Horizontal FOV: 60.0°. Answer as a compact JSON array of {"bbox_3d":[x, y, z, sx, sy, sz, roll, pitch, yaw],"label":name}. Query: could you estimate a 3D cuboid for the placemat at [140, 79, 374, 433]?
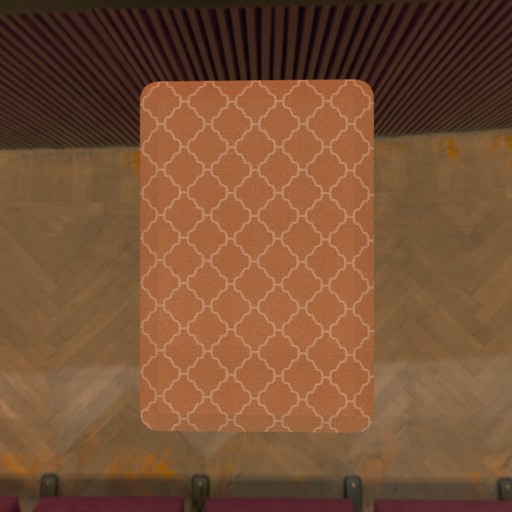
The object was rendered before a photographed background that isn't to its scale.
[{"bbox_3d":[0.000,0.000,0.956,0.508,0.021,0.762,0,90,2],"label":"placemat"}]
